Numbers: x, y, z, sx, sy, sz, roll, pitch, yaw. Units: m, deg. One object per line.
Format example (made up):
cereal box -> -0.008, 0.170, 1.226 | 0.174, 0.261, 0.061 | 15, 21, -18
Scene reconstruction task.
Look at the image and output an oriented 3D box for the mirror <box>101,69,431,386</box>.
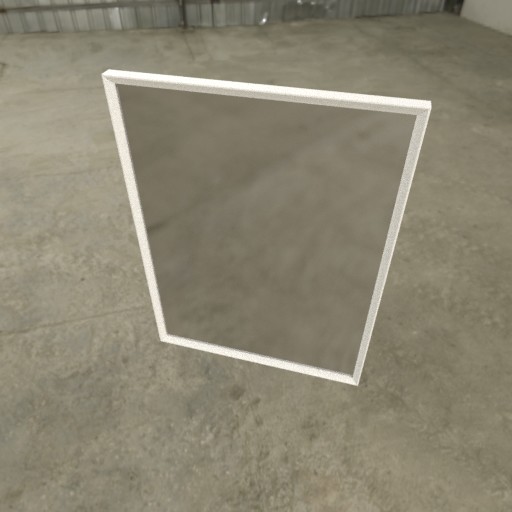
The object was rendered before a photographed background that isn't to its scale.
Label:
mirror -> 0.000, 0.000, 1.337 | 0.762, 1.016, 0.041 | 10, 42, 12
